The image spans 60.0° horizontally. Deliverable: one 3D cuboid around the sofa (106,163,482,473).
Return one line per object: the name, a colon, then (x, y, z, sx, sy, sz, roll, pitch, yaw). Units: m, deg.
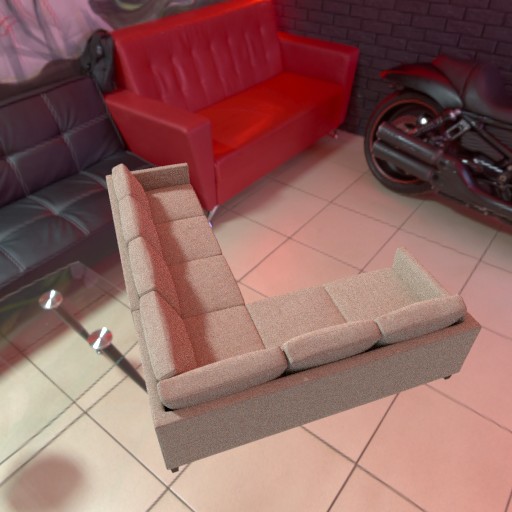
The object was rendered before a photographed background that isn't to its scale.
sofa: (0.000, 0.000, 4.244, 2.432, 0.863, 3.182, -13, 42, -15)
